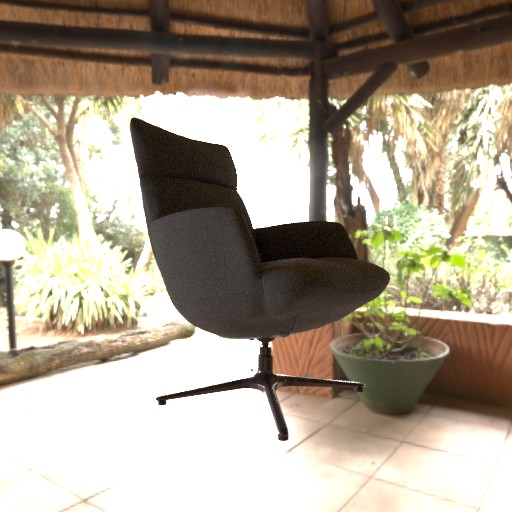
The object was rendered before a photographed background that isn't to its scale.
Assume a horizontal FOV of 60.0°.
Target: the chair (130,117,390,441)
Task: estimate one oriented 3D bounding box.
[{"bbox_3d":[0.000,0.000,1.567,0.831,0.984,0.702,0,0,36],"label":"chair"}]
